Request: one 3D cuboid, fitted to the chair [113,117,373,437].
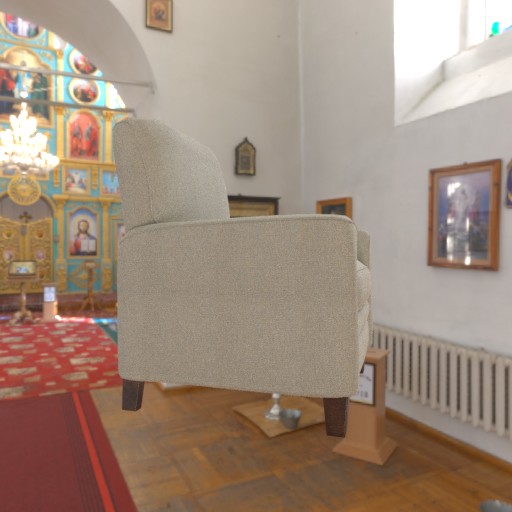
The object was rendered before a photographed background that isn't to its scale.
[{"bbox_3d":[0.000,0.000,1.696,0.853,1.006,0.850,0,0,18],"label":"chair"}]
